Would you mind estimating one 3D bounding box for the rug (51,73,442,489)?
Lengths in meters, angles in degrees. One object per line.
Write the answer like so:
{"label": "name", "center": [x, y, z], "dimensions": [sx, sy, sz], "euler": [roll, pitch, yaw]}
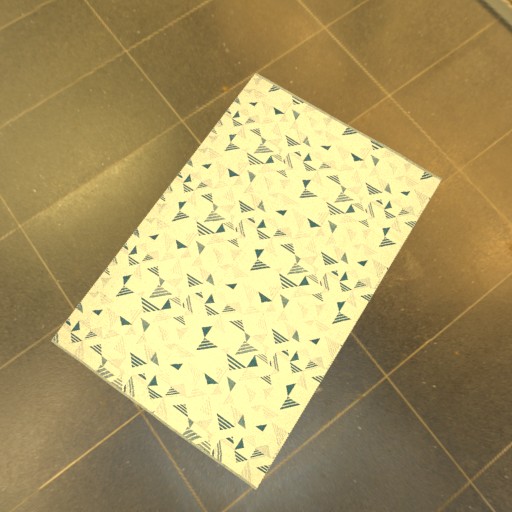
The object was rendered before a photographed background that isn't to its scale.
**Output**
{"label": "rug", "center": [0.000, 0.000, 2.283], "dimensions": [1.206, 0.003, 1.835], "euler": [33, 78, 8]}
